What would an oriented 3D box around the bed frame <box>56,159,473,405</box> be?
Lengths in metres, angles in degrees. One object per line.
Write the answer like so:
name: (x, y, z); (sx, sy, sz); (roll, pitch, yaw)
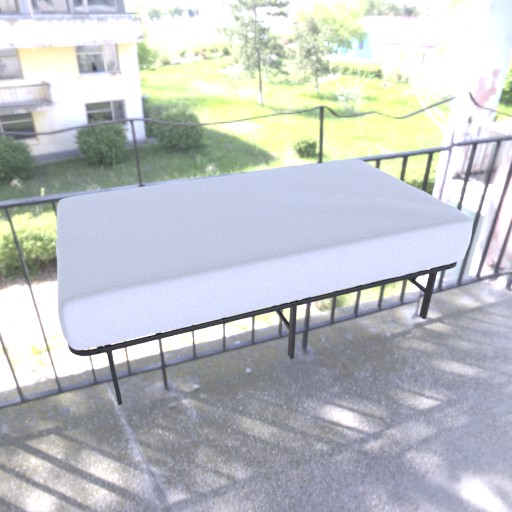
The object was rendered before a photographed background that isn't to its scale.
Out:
bed frame: (0.000, 0.000, 2.371); (1.908, 0.640, 1.025); (-11, 32, -18)
